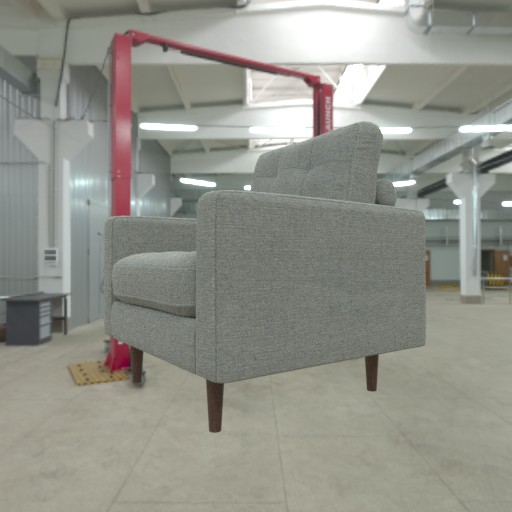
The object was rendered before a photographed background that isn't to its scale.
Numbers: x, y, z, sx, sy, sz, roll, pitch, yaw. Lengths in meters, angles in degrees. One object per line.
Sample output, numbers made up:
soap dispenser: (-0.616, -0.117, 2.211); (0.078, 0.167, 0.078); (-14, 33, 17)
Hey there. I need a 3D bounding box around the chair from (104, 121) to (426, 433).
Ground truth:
chair: (0.000, 0.000, 1.520); (0.843, 0.880, 0.821); (0, -1, -36)
